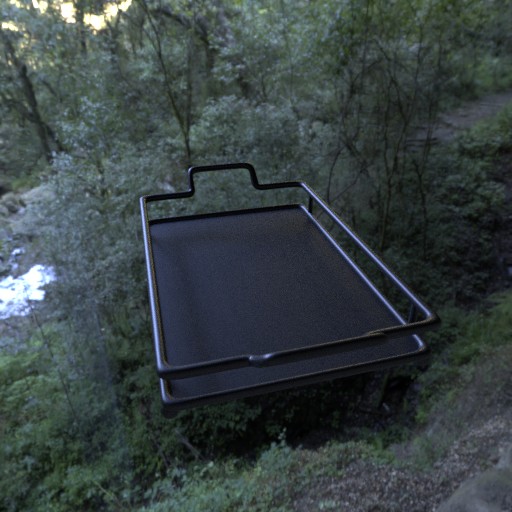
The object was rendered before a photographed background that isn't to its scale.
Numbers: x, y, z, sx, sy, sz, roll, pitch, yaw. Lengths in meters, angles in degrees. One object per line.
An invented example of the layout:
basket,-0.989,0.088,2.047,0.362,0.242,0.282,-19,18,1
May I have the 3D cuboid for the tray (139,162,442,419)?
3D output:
tray,0.000,0.000,0.607,0.297,0.101,0.495,-8,31,-13
